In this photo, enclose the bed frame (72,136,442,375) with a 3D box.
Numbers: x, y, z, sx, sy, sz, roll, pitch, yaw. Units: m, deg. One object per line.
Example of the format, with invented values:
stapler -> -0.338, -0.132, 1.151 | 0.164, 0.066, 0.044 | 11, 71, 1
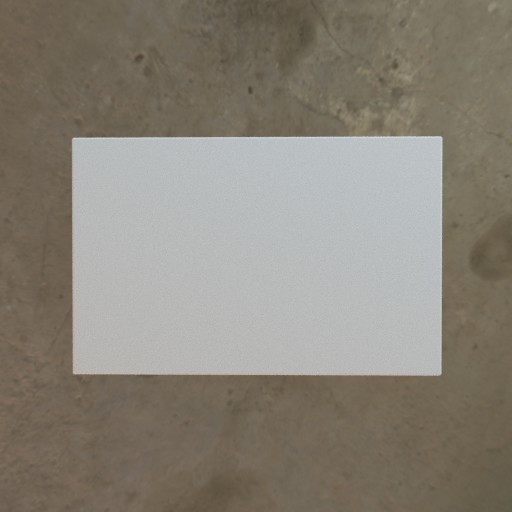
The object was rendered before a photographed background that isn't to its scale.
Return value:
bed frame -> 0.000, 0.000, 3.775 | 2.987, 0.440, 1.930 | 0, 91, 1
